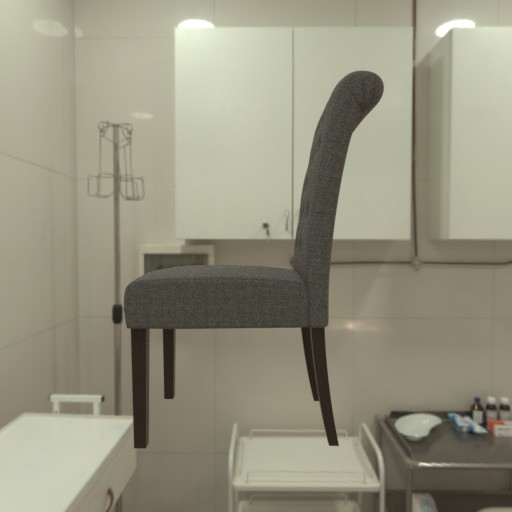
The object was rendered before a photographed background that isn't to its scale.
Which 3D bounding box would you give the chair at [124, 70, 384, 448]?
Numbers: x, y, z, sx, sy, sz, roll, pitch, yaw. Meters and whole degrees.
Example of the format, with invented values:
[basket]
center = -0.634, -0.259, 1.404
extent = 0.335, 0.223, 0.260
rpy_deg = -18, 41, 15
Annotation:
[chair]
center = 0.000, 0.000, 1.353
extent = 0.671, 1.006, 0.456
rpy_deg = 0, 2, 1
